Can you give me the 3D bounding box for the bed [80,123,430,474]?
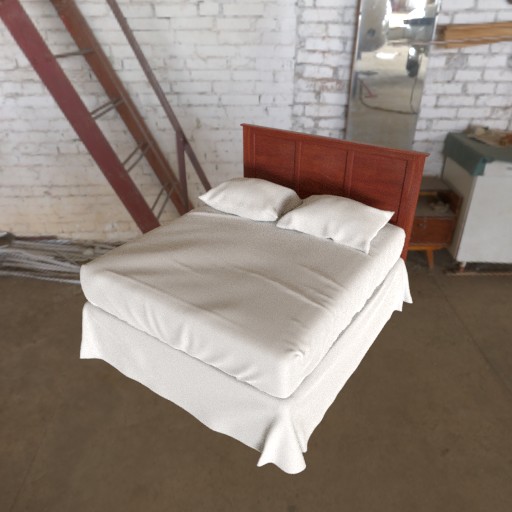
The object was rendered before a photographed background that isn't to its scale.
[{"bbox_3d":[0.000,0.000,3.174,1.870,1.270,2.050,19,35,29],"label":"bed"}]
